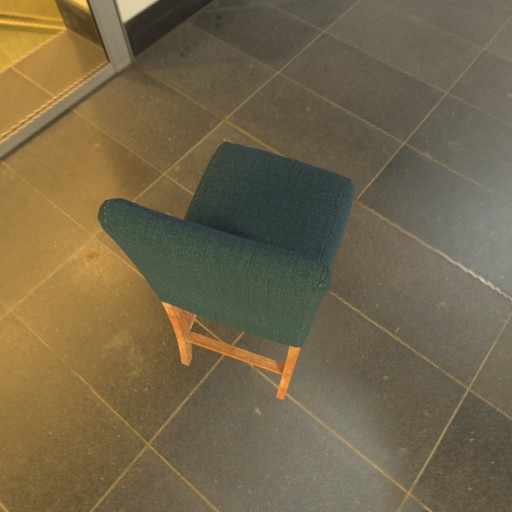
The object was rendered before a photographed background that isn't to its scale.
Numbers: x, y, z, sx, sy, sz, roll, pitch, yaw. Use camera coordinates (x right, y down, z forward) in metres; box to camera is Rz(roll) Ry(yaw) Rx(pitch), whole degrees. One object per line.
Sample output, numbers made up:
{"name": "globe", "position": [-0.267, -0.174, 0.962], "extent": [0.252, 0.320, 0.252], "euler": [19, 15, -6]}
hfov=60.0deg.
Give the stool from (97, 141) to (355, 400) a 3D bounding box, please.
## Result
{"name": "stool", "position": [0.000, 0.000, 1.323], "extent": [0.454, 1.039, 0.567], "euler": [17, 64, 9]}
